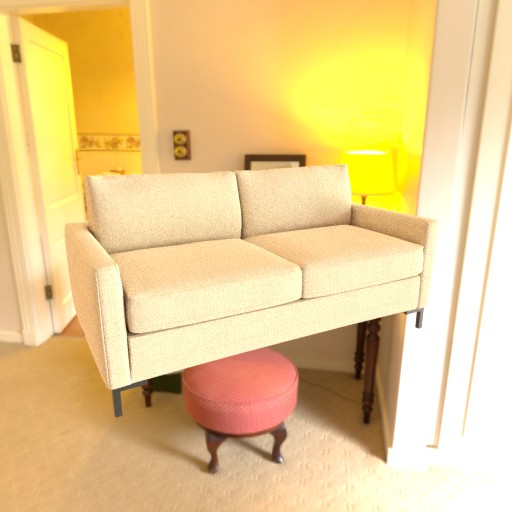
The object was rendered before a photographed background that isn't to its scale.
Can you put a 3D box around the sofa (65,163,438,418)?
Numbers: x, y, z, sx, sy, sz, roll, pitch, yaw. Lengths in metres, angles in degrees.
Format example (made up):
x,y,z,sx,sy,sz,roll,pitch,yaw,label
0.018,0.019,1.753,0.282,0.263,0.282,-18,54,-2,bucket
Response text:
x,y,z,sx,sy,sz,roll,pitch,yaw,label
0.000,0.000,2.173,1.651,0.812,0.839,-9,18,-27,sofa
